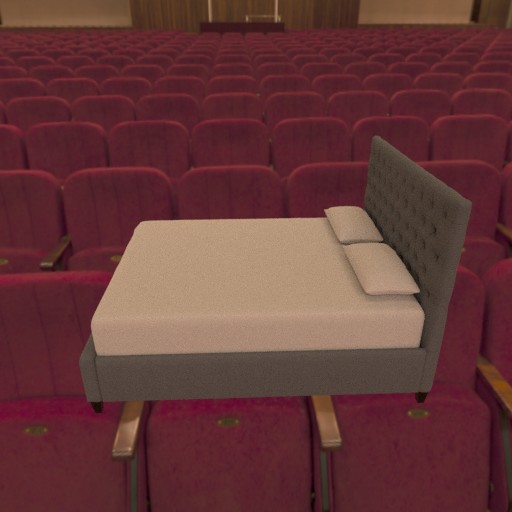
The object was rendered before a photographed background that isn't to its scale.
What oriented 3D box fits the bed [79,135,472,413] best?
[{"bbox_3d":[0.000,0.000,3.328,2.231,1.427,1.698,-1,27,-2],"label":"bed"}]
